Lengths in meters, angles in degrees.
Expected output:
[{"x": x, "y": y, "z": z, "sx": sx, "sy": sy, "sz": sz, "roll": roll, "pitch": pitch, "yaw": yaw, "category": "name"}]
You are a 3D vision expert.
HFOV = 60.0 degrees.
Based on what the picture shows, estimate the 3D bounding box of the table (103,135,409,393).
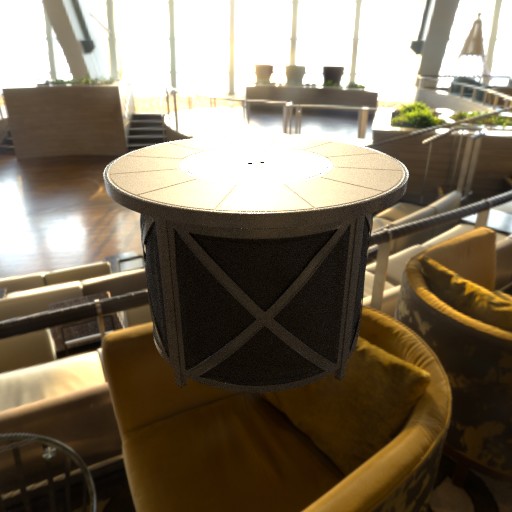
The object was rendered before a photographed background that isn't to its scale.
[{"x": 0.000, "y": 0.000, "z": 1.532, "sx": 0.914, "sy": 0.650, "sz": 0.914, "roll": 0, "pitch": 26, "yaw": 0, "category": "table"}]
